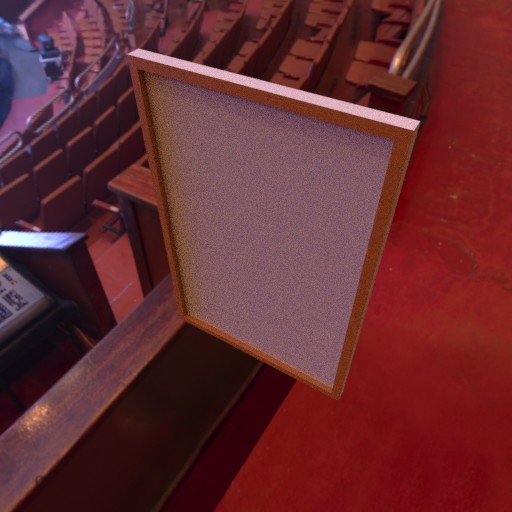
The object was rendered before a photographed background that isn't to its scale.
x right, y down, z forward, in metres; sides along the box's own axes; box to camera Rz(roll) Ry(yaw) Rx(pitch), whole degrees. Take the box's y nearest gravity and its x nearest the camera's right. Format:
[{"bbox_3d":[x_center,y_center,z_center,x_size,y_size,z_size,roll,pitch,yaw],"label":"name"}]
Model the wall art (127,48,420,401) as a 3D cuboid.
[{"bbox_3d":[0.000,0.000,1.153,0.610,0.916,0.037,23,50,21],"label":"wall art"}]
